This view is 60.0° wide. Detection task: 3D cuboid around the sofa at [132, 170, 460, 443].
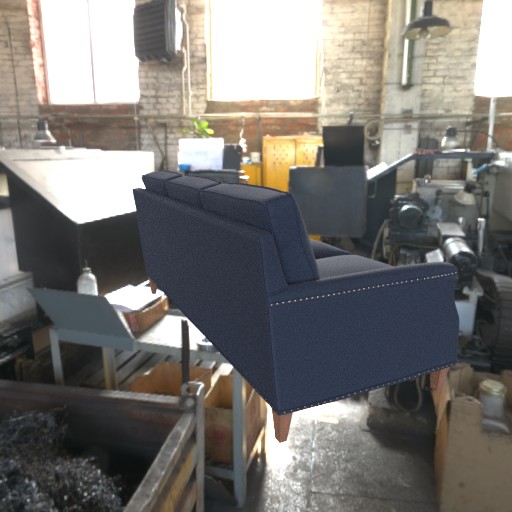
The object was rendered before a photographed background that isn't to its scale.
[{"bbox_3d":[0.000,0.000,2.785,1.084,1.003,2.246,-7,15,-26],"label":"sofa"}]
